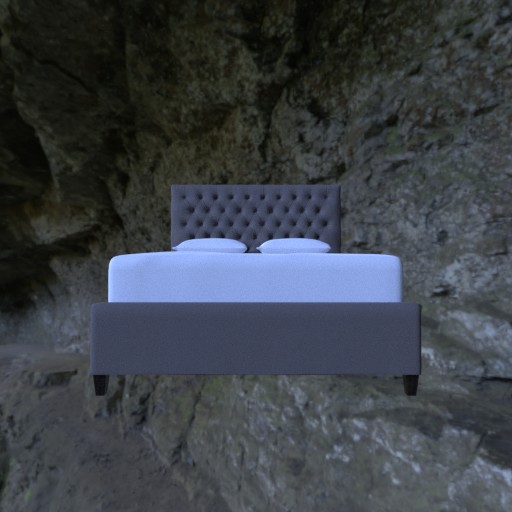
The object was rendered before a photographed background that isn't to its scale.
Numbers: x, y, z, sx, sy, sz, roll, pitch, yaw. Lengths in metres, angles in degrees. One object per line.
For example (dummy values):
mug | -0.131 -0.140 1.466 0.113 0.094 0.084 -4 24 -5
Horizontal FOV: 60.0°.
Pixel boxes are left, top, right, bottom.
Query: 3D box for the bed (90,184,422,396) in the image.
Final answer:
bed | 0.000 0.000 3.330 1.696 1.426 2.233 0 0 0
